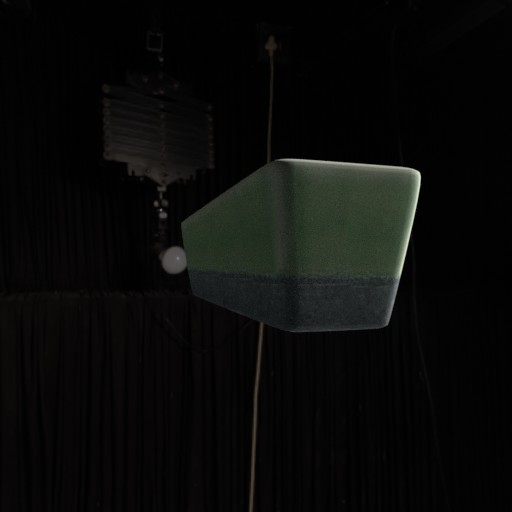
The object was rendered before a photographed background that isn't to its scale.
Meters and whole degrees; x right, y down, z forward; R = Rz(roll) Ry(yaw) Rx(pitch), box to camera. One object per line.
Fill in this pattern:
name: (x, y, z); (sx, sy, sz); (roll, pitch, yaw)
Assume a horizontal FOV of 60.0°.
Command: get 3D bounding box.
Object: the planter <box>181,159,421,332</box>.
planter: (0.000, 0.000, 0.311); (0.072, 0.072, 0.275); (0, -1, -17)
